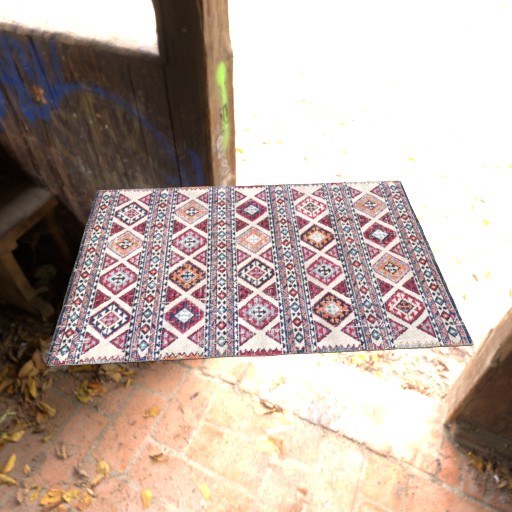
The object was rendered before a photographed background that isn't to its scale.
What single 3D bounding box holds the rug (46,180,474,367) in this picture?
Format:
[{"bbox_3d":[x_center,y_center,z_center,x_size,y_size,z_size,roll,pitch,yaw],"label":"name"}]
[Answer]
[{"bbox_3d":[0.000,0.000,3.025,2.440,0.010,1.545,-2,47,-2],"label":"rug"}]
